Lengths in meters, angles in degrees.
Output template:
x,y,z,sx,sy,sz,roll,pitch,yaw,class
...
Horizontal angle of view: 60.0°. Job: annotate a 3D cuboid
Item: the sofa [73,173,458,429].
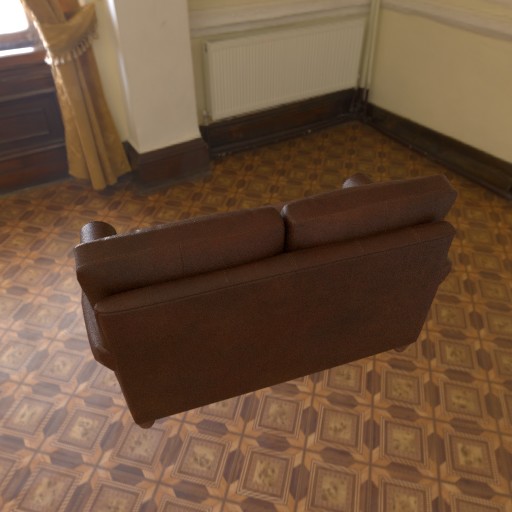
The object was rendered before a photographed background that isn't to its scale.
x,y,z,sx,sy,sz,roll,pitch,yaw,class
0.000,0.000,2.185,1.616,0.976,0.990,-12,42,-14,sofa
